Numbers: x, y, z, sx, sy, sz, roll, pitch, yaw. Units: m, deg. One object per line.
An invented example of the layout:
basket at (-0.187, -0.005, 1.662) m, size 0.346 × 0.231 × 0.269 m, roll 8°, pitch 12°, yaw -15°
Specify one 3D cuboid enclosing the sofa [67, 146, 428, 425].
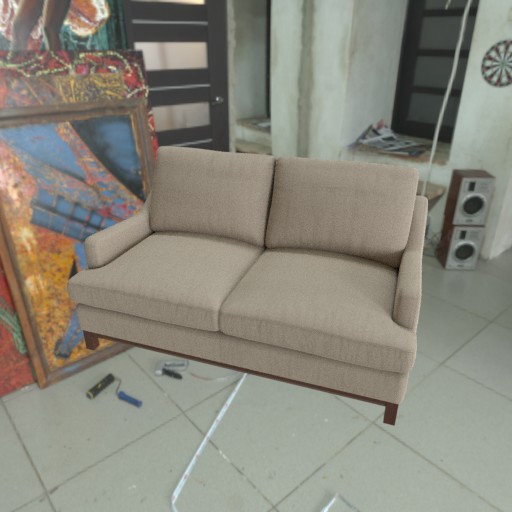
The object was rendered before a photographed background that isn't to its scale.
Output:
sofa at (0.000, 0.000, 2.280) m, size 1.619 × 0.910 × 1.004 m, roll 9°, pitch 27°, yaw 17°
